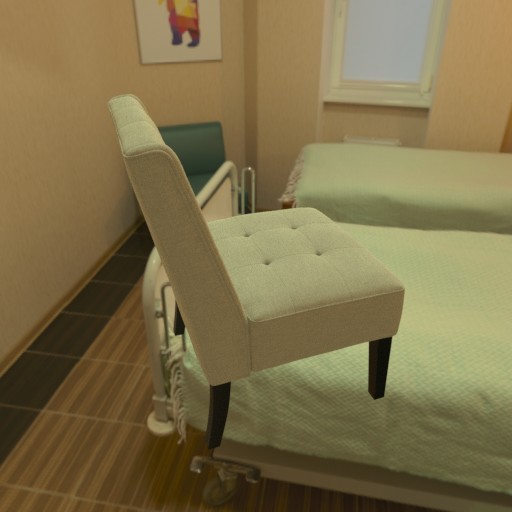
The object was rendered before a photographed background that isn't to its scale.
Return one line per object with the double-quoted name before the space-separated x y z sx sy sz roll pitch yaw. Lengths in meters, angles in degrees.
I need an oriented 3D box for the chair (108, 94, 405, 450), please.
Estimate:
"chair" 0.000 0.000 1.289 0.676 0.853 0.569 -10 31 -17
